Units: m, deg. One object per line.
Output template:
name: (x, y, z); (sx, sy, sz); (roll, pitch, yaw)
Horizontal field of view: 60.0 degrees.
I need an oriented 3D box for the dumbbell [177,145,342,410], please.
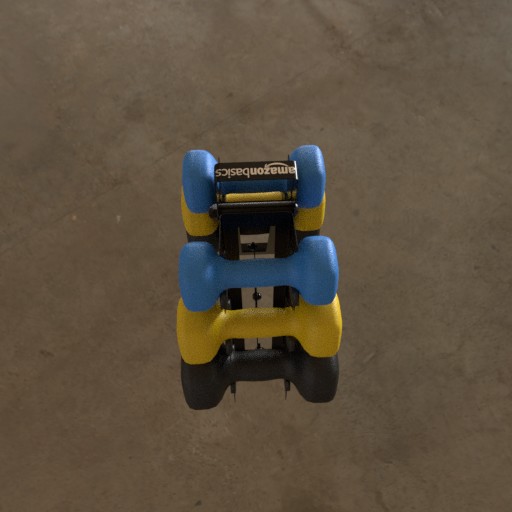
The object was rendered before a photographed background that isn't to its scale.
dumbbell: (0.000, 0.000, 0.679); (0.255, 0.426, 0.409); (-2, 64, -1)
